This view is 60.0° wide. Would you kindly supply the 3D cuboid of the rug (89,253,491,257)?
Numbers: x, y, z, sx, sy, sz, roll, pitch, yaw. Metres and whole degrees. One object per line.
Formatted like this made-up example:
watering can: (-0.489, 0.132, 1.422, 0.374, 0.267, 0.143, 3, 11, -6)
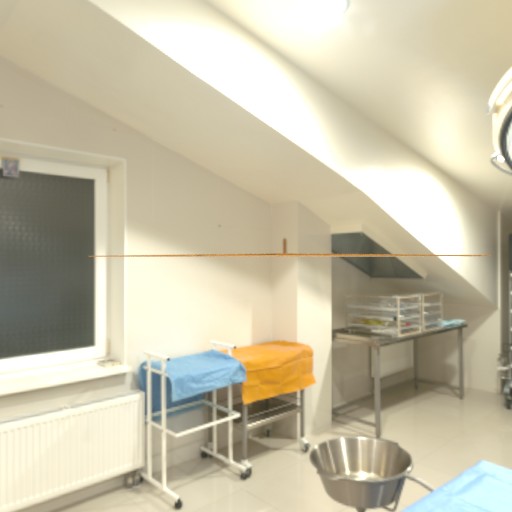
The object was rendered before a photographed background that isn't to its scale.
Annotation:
rug: (0.000, 0.000, 2.955, 1.525, 0.007, 2.336, 0, 0, -36)
